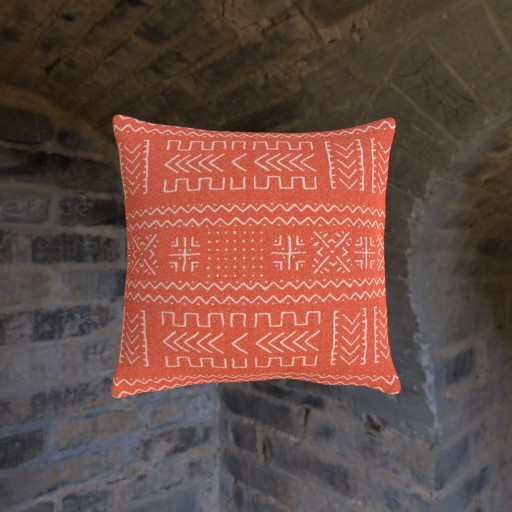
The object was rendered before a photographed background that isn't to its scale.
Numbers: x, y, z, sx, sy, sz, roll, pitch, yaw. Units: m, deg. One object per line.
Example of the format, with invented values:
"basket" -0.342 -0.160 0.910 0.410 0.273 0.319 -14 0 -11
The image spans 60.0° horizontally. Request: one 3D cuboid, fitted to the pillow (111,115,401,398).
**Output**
"pillow" 0.000 0.000 0.673 0.438 0.429 0.164 0 -1 0
